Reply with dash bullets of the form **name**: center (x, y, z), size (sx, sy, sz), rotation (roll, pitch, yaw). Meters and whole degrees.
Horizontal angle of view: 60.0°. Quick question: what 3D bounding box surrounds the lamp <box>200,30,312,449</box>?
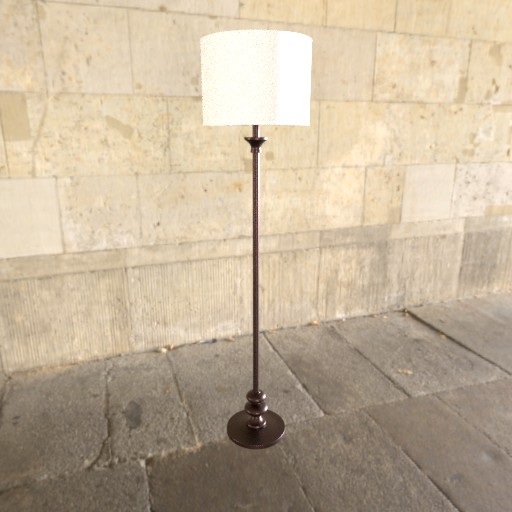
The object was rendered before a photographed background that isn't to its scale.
- **lamp**: center (0.000, 0.000, 1.623), size (0.356, 1.487, 0.356), rotation (8, 18, 25)
